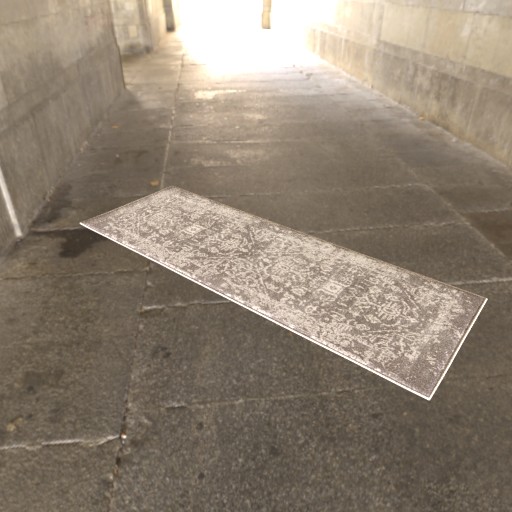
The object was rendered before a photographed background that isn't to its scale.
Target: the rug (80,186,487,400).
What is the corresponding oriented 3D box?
[{"bbox_3d":[0.000,0.000,2.703,2.452,0.017,0.855,23,38,32],"label":"rug"}]
